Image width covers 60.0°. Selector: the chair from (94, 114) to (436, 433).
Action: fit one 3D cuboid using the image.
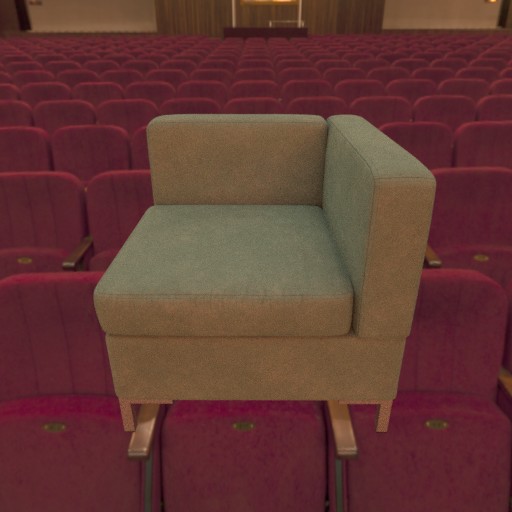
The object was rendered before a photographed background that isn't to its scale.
[{"bbox_3d":[0.000,0.000,1.206,0.680,0.660,0.680,0,26,0],"label":"chair"}]
